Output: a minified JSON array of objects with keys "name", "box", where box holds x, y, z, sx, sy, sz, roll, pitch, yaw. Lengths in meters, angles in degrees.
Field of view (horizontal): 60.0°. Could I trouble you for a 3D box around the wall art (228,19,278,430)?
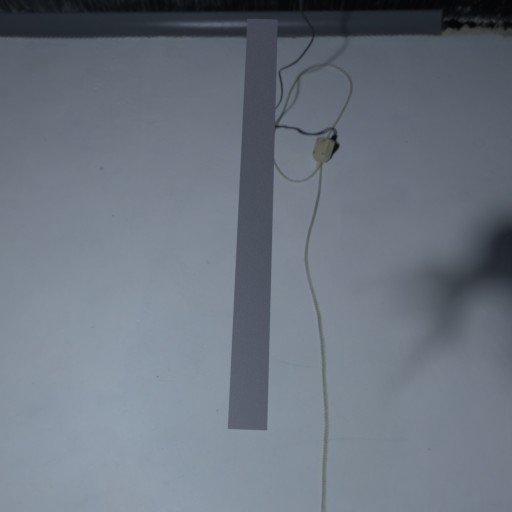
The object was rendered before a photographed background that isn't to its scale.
[{"name":"wall art","box":[0.000,0.000,0.763,0.040,0.509,0.509,2,74,1]}]
